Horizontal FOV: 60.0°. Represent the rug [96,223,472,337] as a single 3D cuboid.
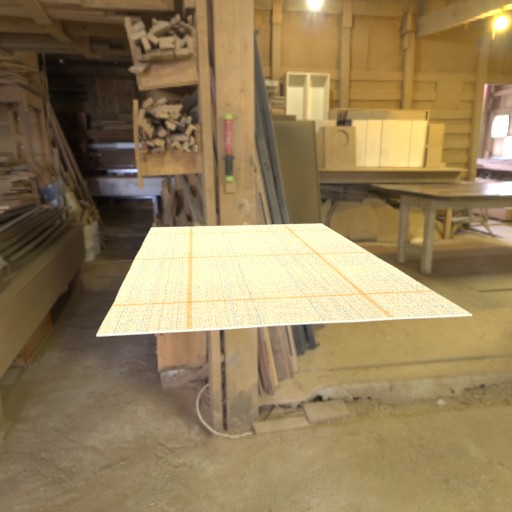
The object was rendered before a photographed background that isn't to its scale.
[{"bbox_3d":[0.000,0.000,2.294,1.232,0.015,1.825,-2,14,-8],"label":"rug"}]
